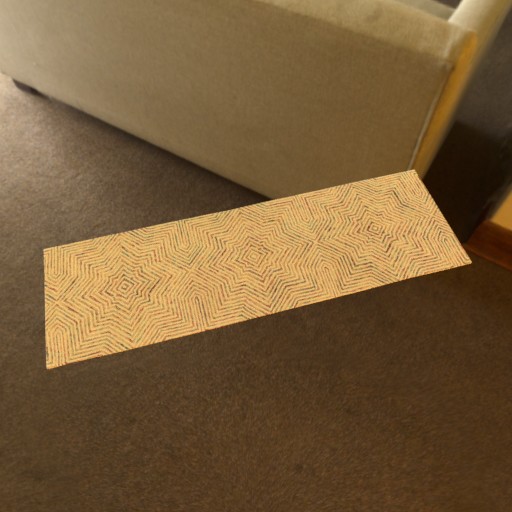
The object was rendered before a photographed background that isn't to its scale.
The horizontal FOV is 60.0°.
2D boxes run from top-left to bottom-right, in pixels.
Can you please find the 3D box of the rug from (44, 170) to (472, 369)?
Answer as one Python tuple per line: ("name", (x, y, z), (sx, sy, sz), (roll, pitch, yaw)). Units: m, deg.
("rug", (0.000, 0.000, 2.644), (2.443, 0.009, 0.771), (-13, 59, -8))
